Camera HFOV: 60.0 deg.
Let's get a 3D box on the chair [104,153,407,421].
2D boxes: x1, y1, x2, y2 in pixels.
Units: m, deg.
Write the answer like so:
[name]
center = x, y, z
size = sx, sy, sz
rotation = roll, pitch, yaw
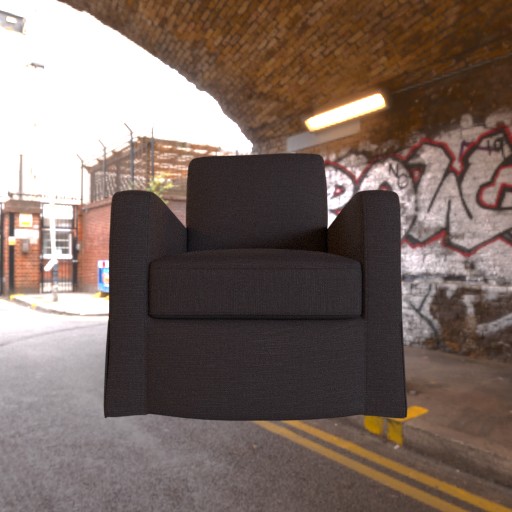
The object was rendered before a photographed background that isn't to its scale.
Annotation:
[chair]
center = 0.000, 0.000, 1.548
size = 0.798, 0.855, 0.863
rotation = 0, -1, 1
